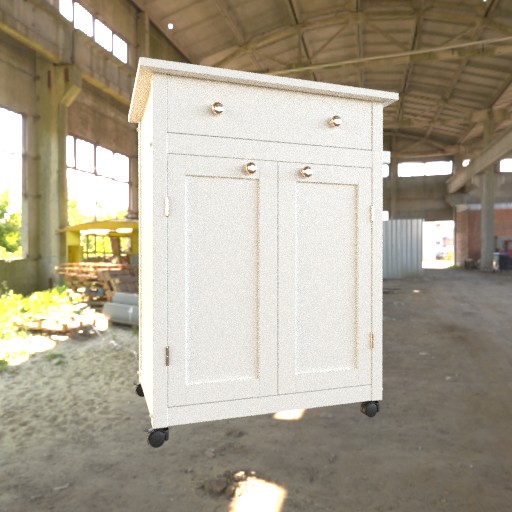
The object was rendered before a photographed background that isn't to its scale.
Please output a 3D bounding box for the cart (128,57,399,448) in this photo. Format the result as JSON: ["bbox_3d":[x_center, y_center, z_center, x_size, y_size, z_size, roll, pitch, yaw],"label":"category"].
[{"bbox_3d":[0.000,0.000,1.280,0.683,0.864,0.442,0,0,-19],"label":"cart"}]
